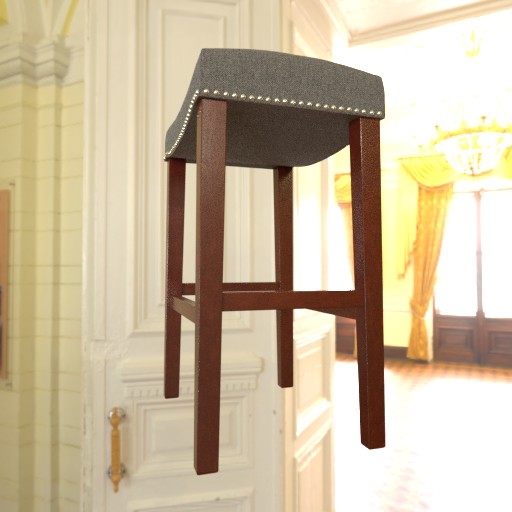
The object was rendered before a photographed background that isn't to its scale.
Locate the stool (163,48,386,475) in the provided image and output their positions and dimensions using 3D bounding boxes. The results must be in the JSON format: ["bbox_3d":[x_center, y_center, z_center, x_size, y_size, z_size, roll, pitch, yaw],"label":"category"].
[{"bbox_3d":[0.000,0.000,1.024,0.372,0.742,0.504,0,-1,-18],"label":"stool"}]
